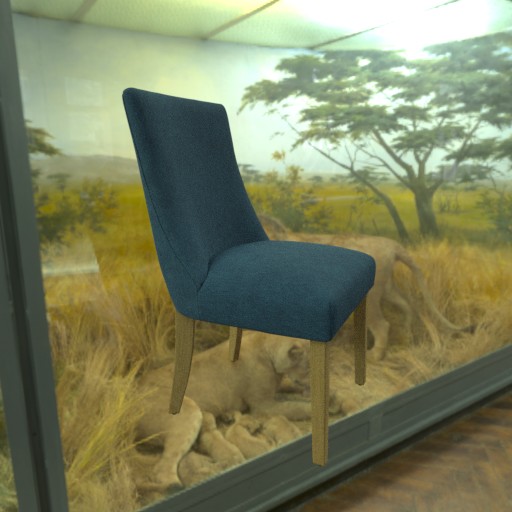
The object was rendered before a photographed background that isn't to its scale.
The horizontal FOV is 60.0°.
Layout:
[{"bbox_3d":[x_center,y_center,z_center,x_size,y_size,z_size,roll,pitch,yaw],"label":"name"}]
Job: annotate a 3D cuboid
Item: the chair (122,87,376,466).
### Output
[{"bbox_3d":[0.000,0.000,1.283,0.609,0.902,0.495,6,15,25],"label":"chair"}]
